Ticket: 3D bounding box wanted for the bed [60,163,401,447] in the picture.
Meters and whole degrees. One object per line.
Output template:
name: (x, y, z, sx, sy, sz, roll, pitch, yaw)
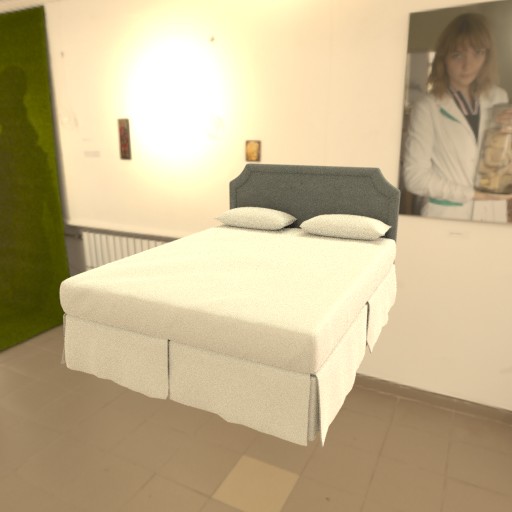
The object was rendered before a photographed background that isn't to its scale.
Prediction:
bed: (0.000, 0.000, 3.624, 1.977, 1.306, 2.464, 8, 17, 25)
